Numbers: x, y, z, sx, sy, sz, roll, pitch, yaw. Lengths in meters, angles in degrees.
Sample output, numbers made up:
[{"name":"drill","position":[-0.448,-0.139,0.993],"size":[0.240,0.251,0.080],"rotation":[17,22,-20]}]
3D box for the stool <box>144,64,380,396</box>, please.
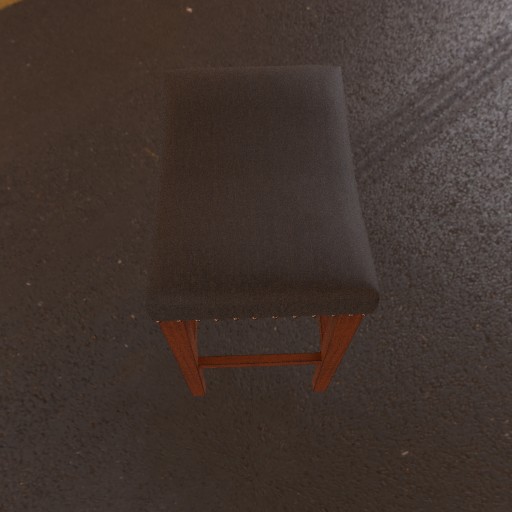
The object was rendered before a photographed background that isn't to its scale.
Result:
[{"name":"stool","position":[0.000,0.000,0.893],"size":[0.320,0.612,0.439],"rotation":[-2,64,-1]}]
